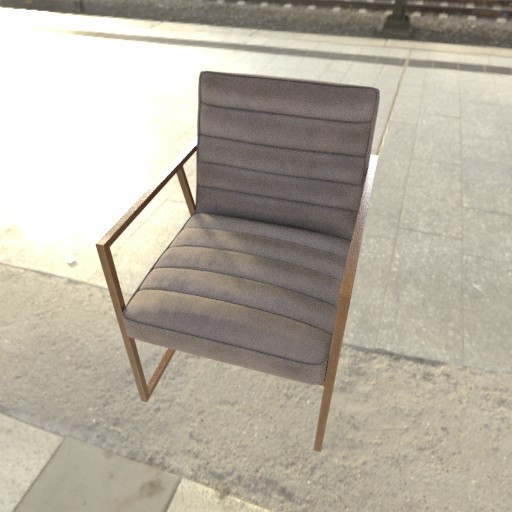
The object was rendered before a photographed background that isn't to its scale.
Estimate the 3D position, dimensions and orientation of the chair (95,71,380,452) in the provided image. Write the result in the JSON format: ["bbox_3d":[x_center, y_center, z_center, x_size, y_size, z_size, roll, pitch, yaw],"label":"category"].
[{"bbox_3d":[0.000,0.000,1.297,0.578,0.843,0.682,11,41,13],"label":"chair"}]
